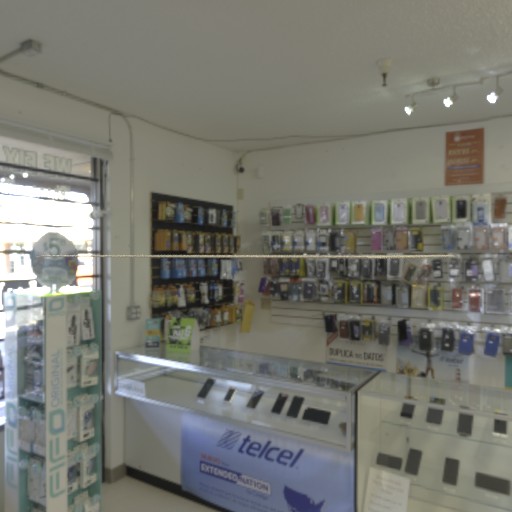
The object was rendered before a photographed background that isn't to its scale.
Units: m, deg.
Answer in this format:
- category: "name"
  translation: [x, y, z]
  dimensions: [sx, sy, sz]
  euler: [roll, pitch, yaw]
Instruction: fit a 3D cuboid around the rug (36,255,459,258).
- category: "rug"
  translation: [0.000, 0.000, 3.817]
  dimensions: [2.910, 0.013, 2.256]
  euler: [0, 0, 34]
